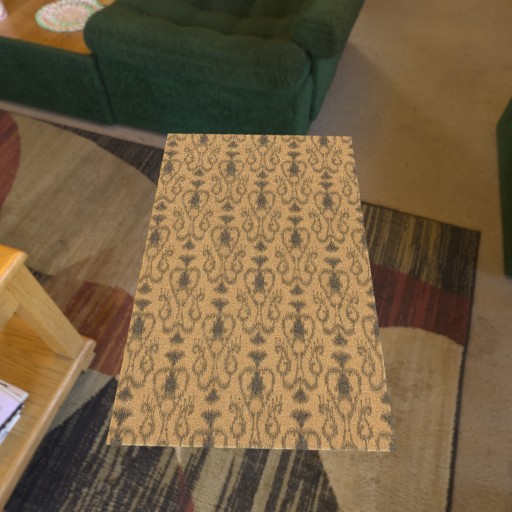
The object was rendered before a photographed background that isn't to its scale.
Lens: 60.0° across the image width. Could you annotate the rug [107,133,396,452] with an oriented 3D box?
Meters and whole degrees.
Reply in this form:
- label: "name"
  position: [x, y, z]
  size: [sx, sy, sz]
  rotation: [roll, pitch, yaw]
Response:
- label: "rug"
  position: [0.000, 0.000, 2.040]
  size: [1.035, 0.006, 1.652]
  rotation: [1, 56, 1]
